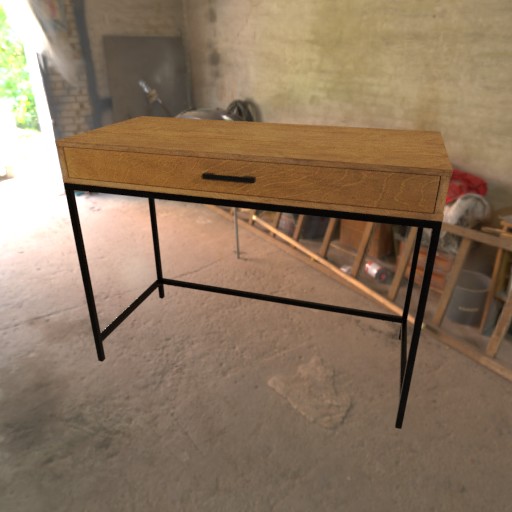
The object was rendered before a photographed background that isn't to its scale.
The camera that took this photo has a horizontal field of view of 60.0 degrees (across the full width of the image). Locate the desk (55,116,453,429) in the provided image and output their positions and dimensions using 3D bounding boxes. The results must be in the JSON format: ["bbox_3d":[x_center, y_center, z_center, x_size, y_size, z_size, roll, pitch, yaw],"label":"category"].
[{"bbox_3d":[0.000,0.000,1.436,1.016,0.762,0.470,8,27,16],"label":"desk"}]
